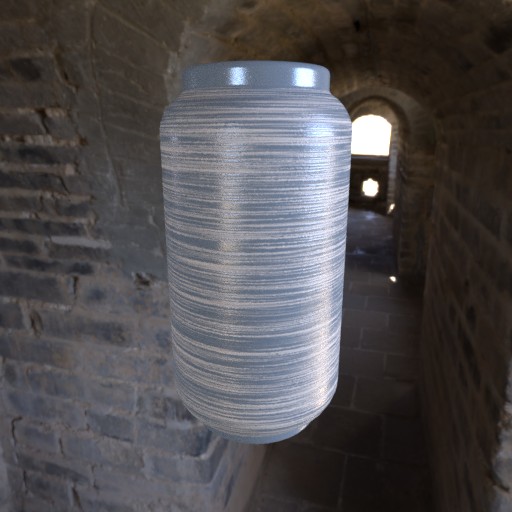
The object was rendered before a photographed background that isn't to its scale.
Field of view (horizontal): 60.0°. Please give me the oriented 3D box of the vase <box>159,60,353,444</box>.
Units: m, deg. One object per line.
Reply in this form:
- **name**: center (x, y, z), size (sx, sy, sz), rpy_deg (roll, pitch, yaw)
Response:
- **vase**: center (0.000, 0.000, 0.295), size (0.116, 0.230, 0.116), rpy_deg (0, 16, 0)
